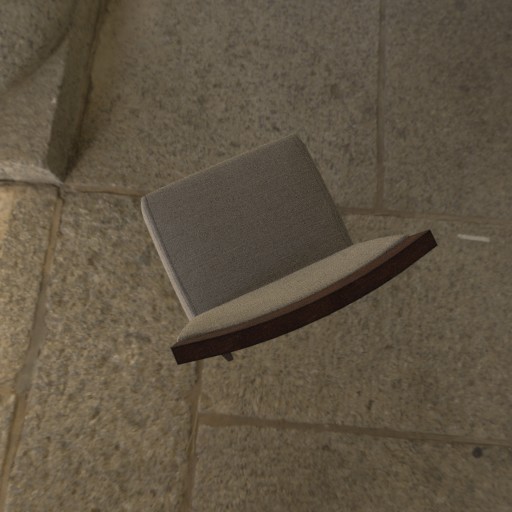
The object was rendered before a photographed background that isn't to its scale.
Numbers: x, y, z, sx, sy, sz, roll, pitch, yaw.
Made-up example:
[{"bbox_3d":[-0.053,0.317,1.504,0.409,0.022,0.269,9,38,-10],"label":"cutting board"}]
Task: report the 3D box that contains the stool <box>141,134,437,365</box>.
[{"bbox_3d":[0.000,0.000,1.360,0.511,1.117,0.531,-24,78,-5],"label":"stool"}]
